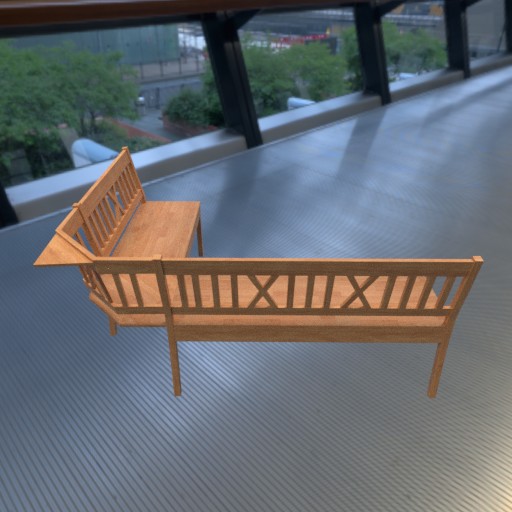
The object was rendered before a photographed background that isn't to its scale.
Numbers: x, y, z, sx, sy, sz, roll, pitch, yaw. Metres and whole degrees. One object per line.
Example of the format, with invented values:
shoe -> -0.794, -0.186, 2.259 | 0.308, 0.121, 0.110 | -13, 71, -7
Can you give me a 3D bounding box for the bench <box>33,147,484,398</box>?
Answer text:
bench -> 0.000, 0.000, 2.766 | 1.937, 0.902, 1.537 | 0, 31, 0
